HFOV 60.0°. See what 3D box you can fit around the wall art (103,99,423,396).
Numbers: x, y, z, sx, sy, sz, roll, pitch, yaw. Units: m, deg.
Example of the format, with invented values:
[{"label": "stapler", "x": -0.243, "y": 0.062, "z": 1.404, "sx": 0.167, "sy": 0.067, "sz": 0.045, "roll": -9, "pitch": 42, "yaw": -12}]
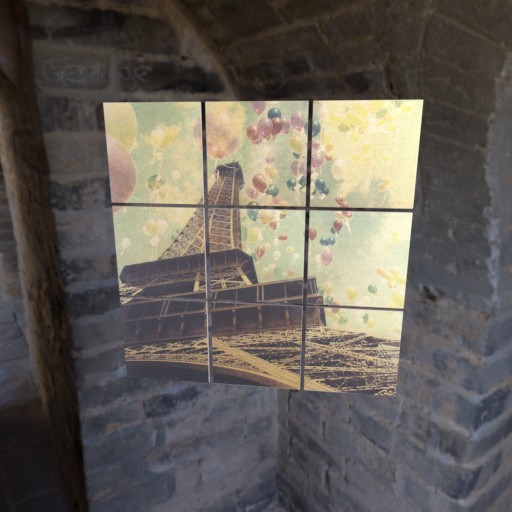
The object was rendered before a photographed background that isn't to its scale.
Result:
[{"label": "wall art", "x": 0.000, "y": 0.000, "z": 1.844, "sx": 1.219, "sy": 1.218, "sz": 0.013, "roll": 2, "pitch": 16, "yaw": 7}]
